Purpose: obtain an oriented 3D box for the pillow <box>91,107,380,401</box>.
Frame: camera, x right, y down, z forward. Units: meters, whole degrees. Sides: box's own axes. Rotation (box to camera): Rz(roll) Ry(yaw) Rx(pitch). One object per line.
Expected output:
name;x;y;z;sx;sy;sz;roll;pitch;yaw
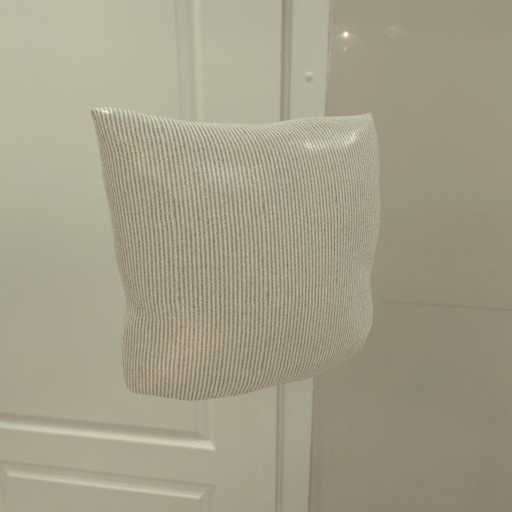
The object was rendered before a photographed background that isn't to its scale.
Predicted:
pillow;0.000;0.000;0.685;0.387;0.432;0.310;3;17;8
